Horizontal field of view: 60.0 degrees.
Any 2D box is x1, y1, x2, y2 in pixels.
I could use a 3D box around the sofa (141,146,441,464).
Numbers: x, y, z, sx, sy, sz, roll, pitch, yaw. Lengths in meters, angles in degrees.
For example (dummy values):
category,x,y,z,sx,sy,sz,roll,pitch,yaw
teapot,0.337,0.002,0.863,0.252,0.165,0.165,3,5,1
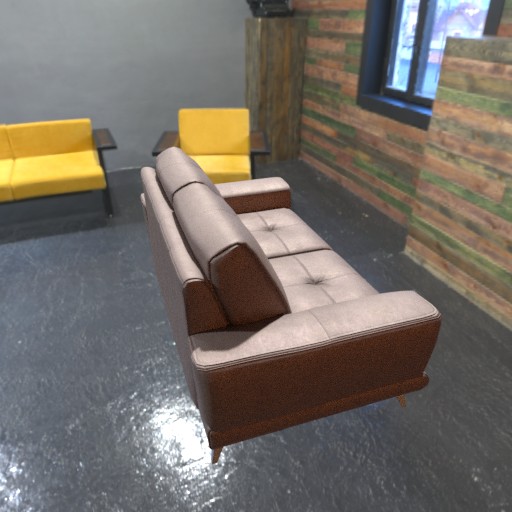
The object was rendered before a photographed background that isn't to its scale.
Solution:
category,x,y,z,sx,sy,sz,roll,pitch,yaw
sofa,0.000,0.000,2.384,1.018,0.907,1.806,-9,30,-17
